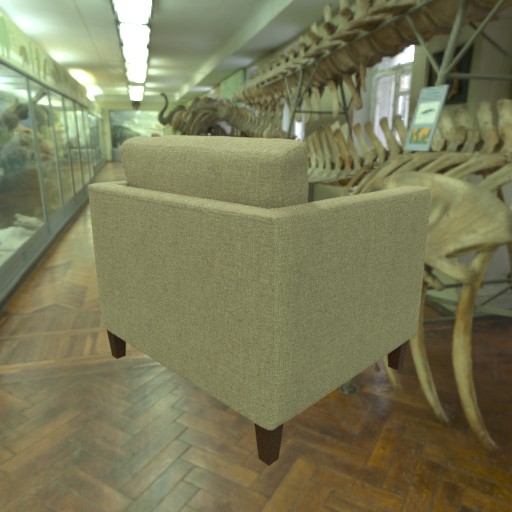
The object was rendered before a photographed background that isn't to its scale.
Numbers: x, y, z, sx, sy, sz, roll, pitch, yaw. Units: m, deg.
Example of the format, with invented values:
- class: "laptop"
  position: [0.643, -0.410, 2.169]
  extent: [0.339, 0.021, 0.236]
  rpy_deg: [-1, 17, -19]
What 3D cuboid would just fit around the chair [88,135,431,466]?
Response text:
- class: "chair"
  position: [0.000, 0.000, 1.876]
  extent: [0.959, 0.987, 1.107]
  rpy_deg: [-15, 21, -43]
